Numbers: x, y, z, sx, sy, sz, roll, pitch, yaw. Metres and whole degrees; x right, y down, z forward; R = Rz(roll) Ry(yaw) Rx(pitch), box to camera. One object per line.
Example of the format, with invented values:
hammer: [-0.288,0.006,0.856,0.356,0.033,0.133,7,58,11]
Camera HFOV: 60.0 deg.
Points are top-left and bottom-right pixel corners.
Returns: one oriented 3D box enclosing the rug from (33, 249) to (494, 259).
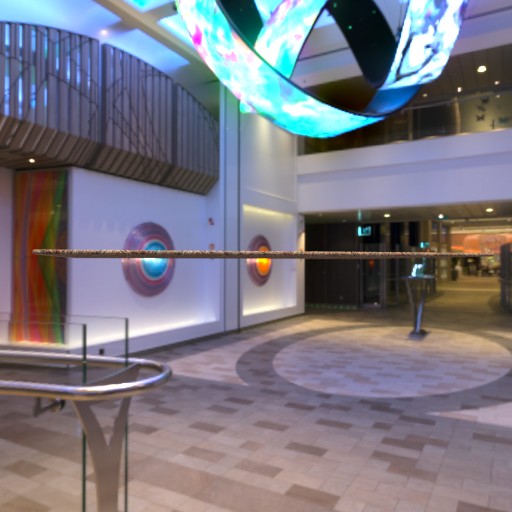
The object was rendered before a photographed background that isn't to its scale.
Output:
rug: [0.000,0.000,2.144,1.761,0.014,1.143,0,-1,-16]
